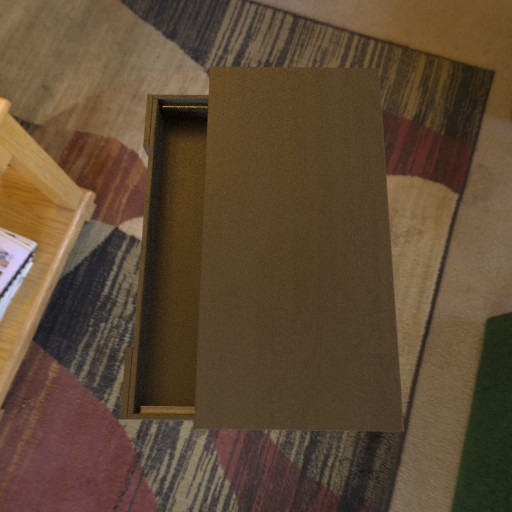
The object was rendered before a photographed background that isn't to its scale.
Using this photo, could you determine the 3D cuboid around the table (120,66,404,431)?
[{"bbox_3d":[0.000,0.000,1.449,0.711,0.570,1.000,1,75,0],"label":"table"}]
